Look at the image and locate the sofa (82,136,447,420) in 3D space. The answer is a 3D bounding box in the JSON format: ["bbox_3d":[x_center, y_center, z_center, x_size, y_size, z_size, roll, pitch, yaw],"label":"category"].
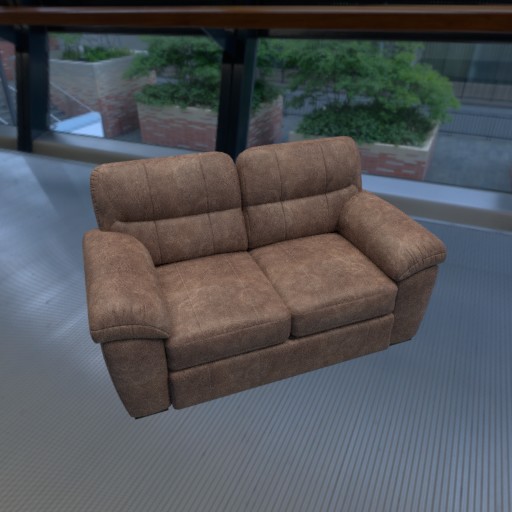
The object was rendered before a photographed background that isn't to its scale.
[{"bbox_3d":[0.000,0.000,2.425,1.753,0.991,0.991,-11,33,-18],"label":"sofa"}]
